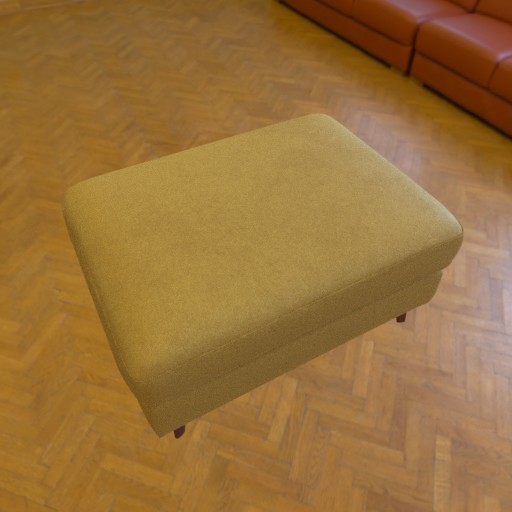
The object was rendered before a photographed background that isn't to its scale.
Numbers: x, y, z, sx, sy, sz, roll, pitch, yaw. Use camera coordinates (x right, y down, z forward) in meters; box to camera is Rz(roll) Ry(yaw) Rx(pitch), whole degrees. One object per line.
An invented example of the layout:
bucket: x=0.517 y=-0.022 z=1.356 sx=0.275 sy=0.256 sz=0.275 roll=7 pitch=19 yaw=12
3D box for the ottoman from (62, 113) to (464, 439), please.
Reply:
ottoman: x=0.000 y=0.000 z=1.153 sx=0.811 sy=0.449 sz=0.608 roll=-22 pitch=51 yaw=-19
